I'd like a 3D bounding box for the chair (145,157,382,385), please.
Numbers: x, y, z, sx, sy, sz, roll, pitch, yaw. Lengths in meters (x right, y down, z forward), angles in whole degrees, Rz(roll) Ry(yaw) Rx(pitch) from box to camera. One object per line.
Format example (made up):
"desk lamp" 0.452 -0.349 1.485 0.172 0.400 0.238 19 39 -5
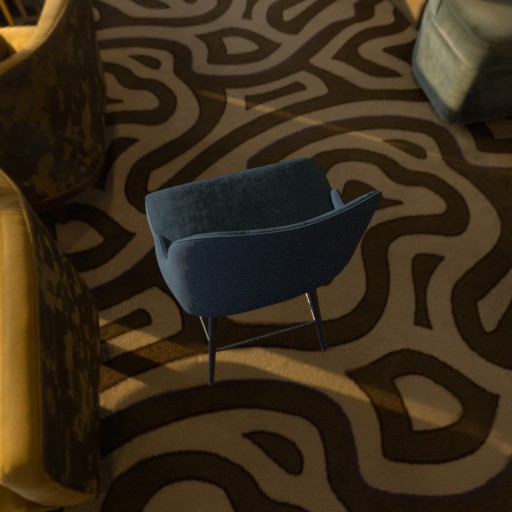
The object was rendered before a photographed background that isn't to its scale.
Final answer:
"chair" 0.000 0.000 1.233 0.526 0.927 0.489 -15 59 -9
